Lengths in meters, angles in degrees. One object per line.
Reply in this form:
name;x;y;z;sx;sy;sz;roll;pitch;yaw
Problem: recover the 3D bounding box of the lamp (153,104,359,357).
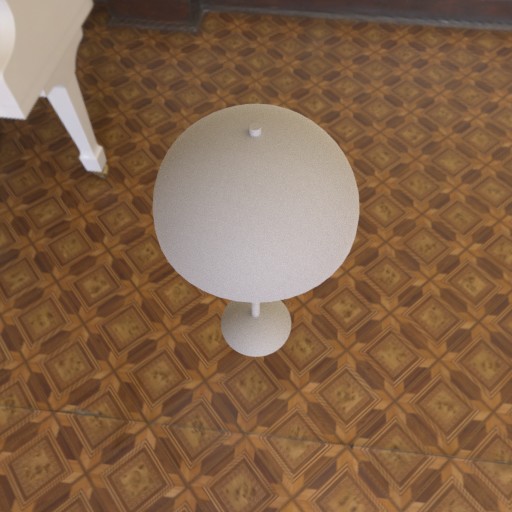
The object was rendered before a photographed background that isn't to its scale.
lamp;0.000;0.000;0.438;0.171;0.330;0.171;0;58;0
